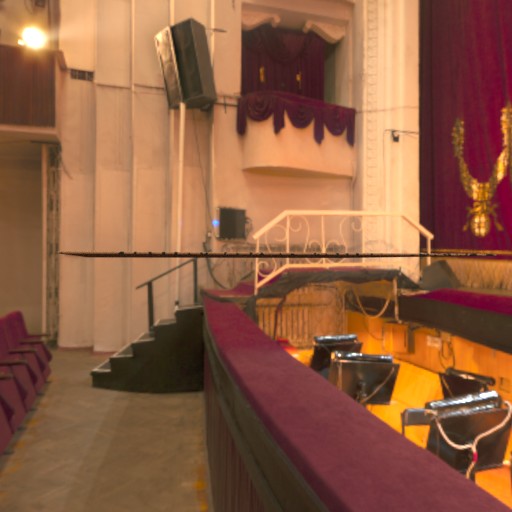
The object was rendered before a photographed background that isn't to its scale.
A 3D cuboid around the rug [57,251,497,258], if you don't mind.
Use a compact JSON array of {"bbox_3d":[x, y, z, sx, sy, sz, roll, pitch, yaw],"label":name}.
[{"bbox_3d":[0.000,0.000,4.009,3.017,0.014,2.416,0,-1,-17],"label":"rug"}]
